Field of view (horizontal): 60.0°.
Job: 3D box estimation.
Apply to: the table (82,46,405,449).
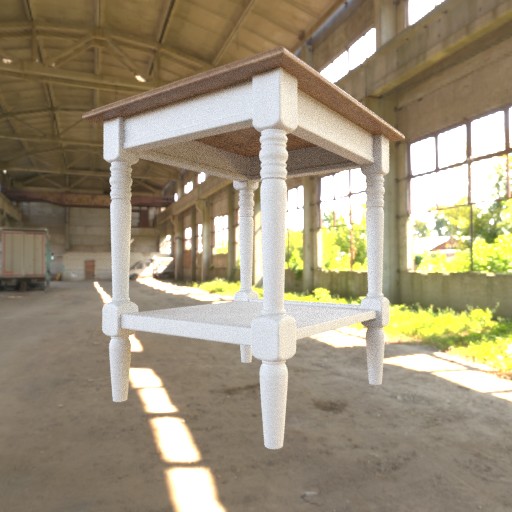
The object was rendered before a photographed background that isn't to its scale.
[{"bbox_3d":[0.000,0.000,0.919,0.457,0.561,0.508,-1,-1,36],"label":"table"}]
